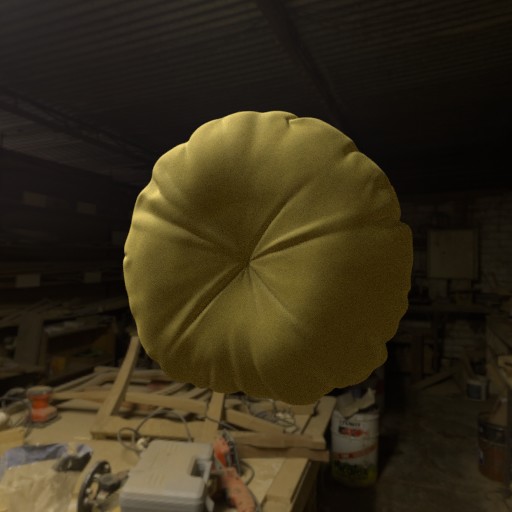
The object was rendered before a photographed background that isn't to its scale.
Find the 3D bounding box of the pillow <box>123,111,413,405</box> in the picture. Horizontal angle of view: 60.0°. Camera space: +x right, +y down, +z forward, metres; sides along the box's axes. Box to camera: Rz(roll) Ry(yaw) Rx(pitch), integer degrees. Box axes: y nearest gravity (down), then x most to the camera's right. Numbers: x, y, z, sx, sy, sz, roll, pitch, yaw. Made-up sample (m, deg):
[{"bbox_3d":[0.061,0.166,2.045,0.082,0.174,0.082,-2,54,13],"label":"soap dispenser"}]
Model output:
[{"bbox_3d":[0.000,0.000,0.641,0.428,0.407,0.148,0,0,19],"label":"pillow"}]
